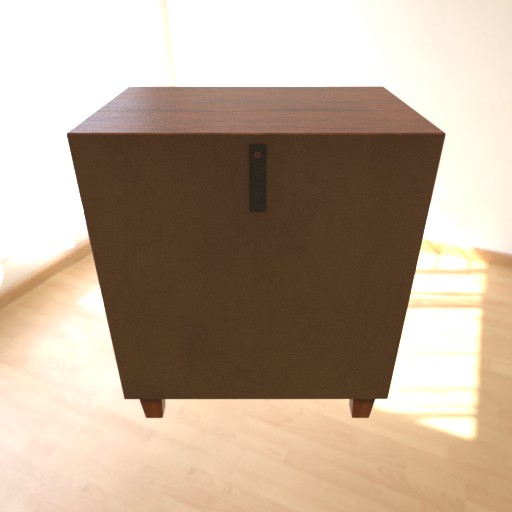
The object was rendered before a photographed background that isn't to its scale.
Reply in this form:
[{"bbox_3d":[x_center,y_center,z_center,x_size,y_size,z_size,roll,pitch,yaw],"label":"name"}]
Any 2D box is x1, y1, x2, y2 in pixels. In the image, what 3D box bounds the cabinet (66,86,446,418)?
[{"bbox_3d":[0.000,0.000,1.056,0.607,0.695,0.410,0,31,0],"label":"cabinet"}]
